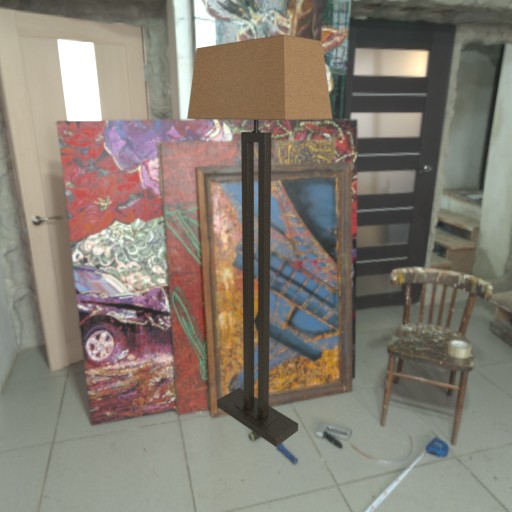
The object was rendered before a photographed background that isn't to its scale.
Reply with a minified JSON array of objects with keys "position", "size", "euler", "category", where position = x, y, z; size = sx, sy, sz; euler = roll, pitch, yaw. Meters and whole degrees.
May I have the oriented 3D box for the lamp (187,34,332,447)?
[{"position":[0.000,0.000,1.683],"size":[0.475,1.469,0.233],"euler":[17,25,42],"category":"lamp"}]
